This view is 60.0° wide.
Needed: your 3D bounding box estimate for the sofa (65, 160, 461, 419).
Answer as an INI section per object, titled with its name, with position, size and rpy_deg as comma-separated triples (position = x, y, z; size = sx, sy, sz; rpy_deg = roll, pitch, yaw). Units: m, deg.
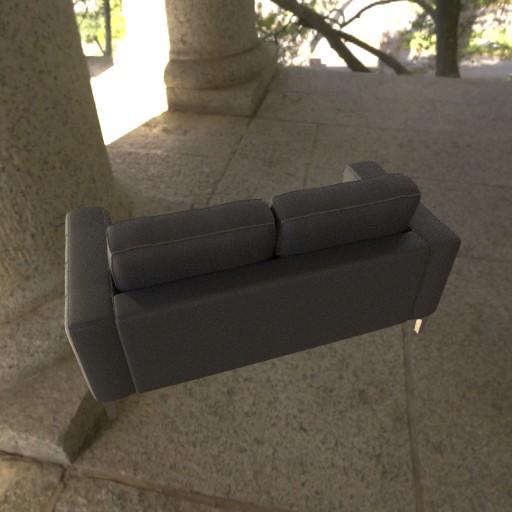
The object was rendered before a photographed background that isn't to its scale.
[sofa]
position = 0.000, 0.000, 2.195
size = 1.726, 0.892, 0.833
rpy_deg = -12, 41, -14
